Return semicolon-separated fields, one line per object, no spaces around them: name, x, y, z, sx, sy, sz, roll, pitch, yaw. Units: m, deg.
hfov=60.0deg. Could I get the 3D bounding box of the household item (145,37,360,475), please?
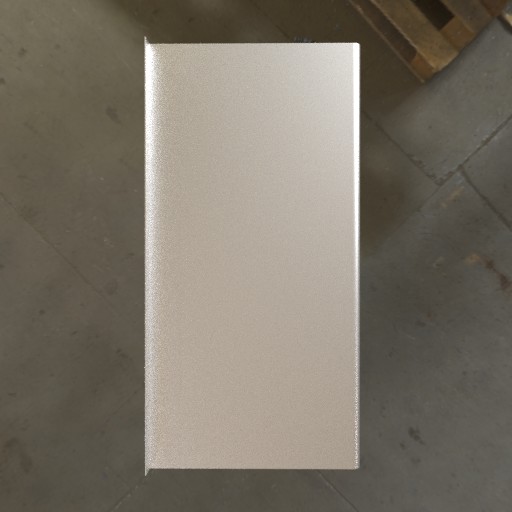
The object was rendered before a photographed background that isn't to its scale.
household item;0.000;0.000;1.654;0.610;0.851;1.219;0;90;1
